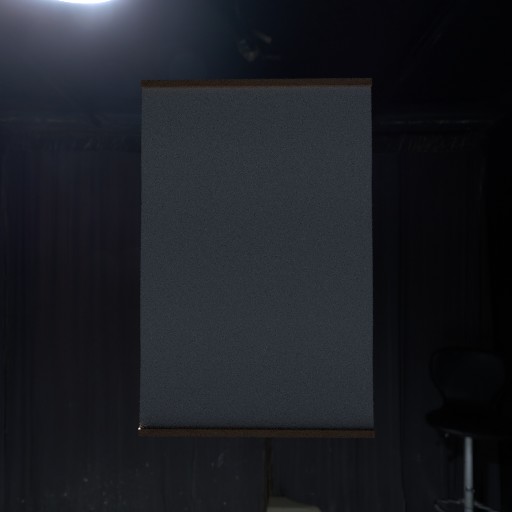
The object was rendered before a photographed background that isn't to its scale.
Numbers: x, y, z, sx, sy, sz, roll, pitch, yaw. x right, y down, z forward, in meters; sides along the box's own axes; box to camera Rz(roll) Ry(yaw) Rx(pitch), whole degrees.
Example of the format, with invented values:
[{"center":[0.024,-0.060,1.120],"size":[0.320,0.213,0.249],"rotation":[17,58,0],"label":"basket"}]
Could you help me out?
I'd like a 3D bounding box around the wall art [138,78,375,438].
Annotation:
[{"center":[0.000,0.000,0.635],"size":[0.332,0.508,0.012],"rotation":[0,-2,1],"label":"wall art"}]
